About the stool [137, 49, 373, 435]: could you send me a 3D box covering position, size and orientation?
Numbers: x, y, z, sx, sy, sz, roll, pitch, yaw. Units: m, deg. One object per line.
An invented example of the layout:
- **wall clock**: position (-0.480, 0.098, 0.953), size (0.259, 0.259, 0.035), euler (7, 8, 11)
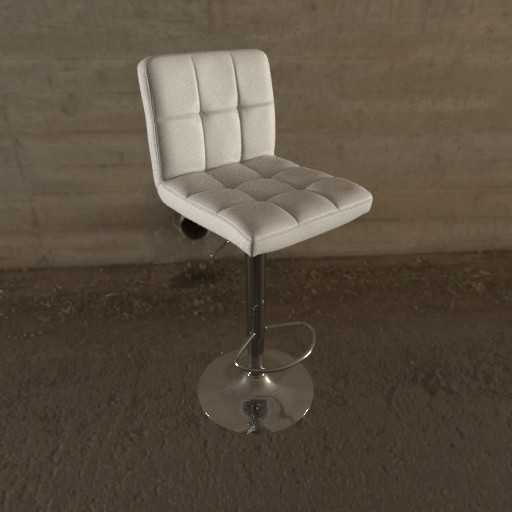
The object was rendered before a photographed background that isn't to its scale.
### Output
- **stool**: position (0.000, 0.000, 1.359), size (0.430, 1.115, 0.505), euler (-21, 36, -33)
